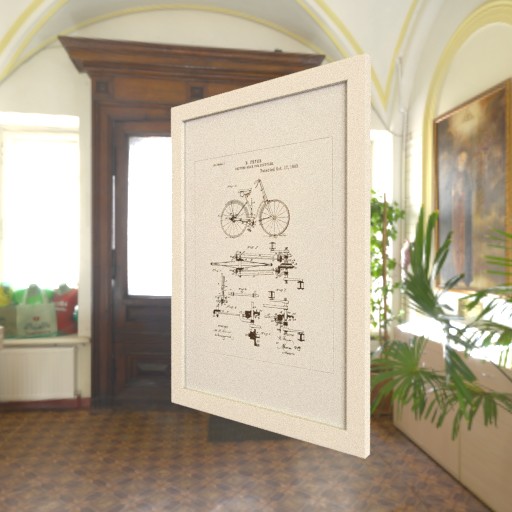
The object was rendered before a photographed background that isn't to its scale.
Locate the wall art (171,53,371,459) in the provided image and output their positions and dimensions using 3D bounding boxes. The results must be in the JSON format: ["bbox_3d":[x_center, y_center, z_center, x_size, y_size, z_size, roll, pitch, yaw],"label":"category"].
[{"bbox_3d":[0.000,0.000,0.625,0.332,0.477,0.015,0,1,37],"label":"wall art"}]
